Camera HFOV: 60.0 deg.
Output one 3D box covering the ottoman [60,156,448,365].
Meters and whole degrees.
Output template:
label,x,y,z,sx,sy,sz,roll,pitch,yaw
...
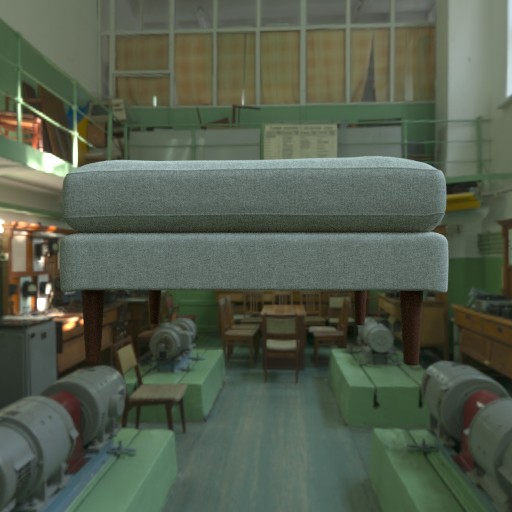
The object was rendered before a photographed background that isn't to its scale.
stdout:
label,x,y,z,sx,sy,sz,roll,pitch,yaw
ottoman,0.000,0.000,1.258,0.821,0.474,0.693,0,0,2
